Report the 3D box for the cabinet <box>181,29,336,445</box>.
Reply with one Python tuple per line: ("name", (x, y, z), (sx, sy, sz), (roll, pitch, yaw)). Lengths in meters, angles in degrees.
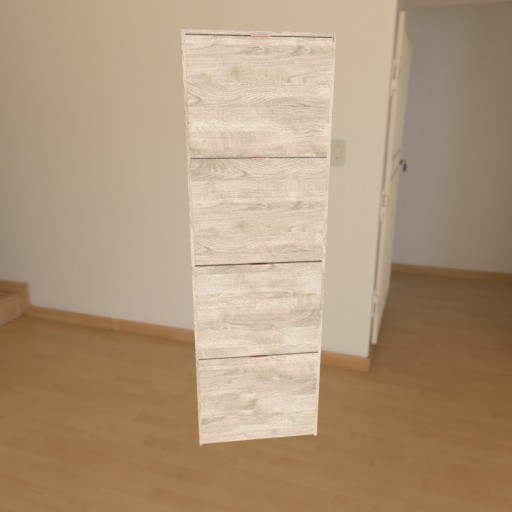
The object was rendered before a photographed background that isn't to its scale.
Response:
("cabinet", (0.000, 0.000, 1.814), (0.520, 1.630, 0.250), (-2, 17, -7))
